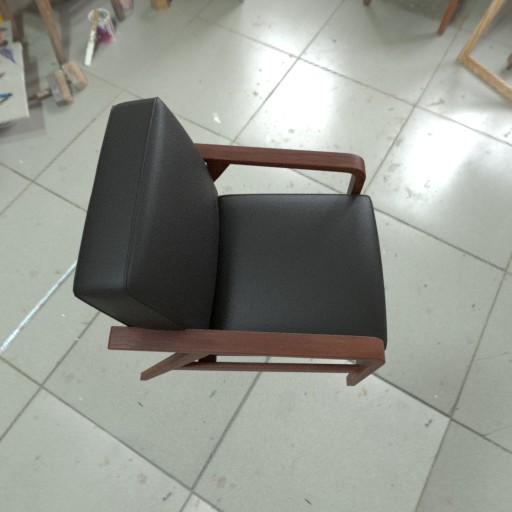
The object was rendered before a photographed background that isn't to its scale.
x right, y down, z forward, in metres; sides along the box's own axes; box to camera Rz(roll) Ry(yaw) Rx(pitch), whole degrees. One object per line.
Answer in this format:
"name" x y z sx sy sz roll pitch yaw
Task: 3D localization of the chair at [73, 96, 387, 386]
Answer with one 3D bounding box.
"chair" 0.000 0.000 1.488 0.889 0.861 0.719 1 64 1
